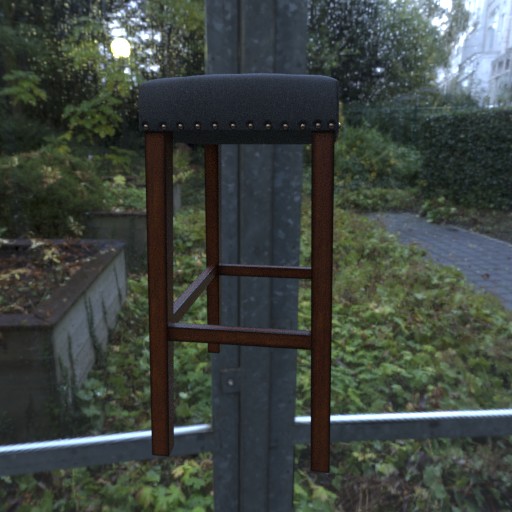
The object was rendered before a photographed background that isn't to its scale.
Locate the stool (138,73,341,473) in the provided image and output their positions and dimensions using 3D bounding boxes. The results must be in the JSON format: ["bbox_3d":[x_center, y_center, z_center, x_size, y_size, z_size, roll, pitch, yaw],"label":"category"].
[{"bbox_3d":[0.000,0.000,1.046,0.366,0.748,0.502,2,15,8],"label":"stool"}]
